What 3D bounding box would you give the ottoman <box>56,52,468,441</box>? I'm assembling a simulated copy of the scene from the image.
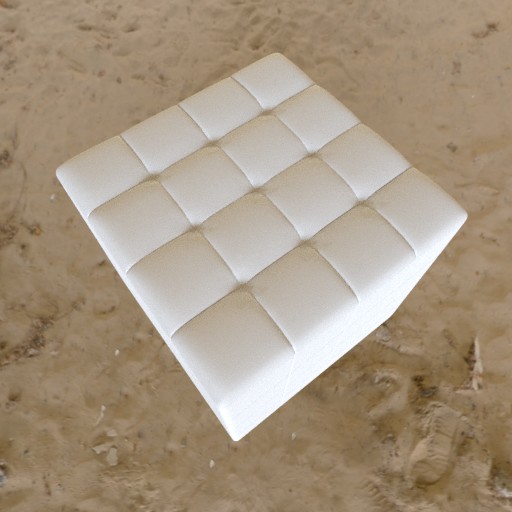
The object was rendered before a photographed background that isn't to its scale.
[{"bbox_3d":[0.000,0.000,0.804,0.425,0.432,0.425,-34,67,-16],"label":"ottoman"}]
